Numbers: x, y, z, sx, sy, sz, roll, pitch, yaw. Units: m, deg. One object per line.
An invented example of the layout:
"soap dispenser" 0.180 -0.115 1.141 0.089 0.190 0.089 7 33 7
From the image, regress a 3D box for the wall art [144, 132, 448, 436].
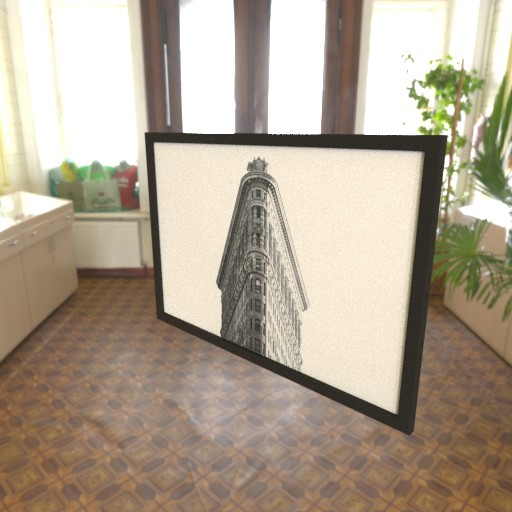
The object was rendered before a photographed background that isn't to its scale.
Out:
"wall art" 0.000 0.000 1.236 0.964 0.659 0.049 15 22 42
